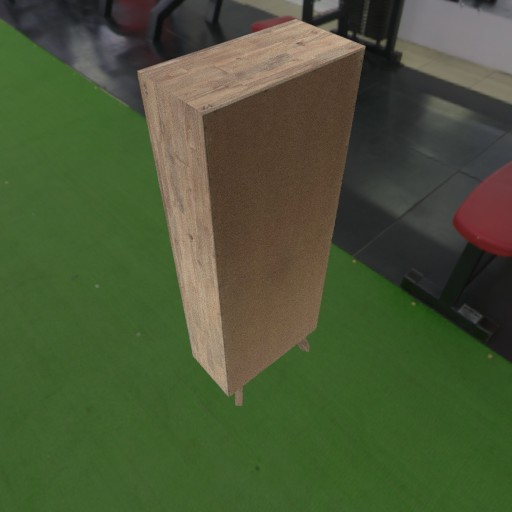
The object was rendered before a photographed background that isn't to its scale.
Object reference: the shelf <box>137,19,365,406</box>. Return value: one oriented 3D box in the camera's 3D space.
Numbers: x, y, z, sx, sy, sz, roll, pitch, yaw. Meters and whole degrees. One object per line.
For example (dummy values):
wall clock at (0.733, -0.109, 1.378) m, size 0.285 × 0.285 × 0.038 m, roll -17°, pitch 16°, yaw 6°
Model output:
shelf at (0.000, 0.000, 1.518) m, size 0.491 × 1.342 × 0.267 m, roll -32°, pitch 54°, yaw -27°
